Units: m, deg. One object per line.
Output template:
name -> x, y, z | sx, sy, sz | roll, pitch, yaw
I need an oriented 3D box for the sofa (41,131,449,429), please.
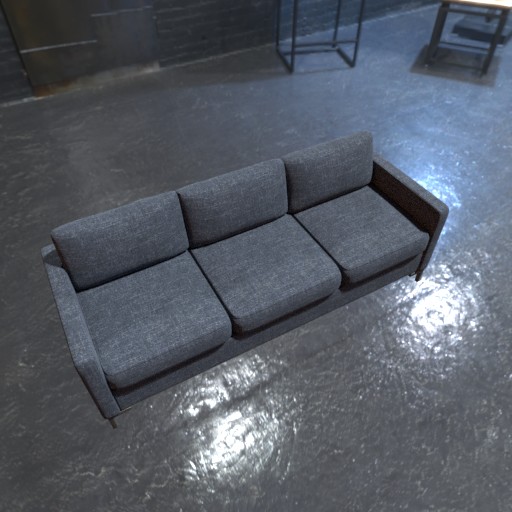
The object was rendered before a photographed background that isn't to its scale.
sofa -> 0.000, 0.000, 2.670 | 2.218, 0.874, 0.859 | -22, 50, -20
